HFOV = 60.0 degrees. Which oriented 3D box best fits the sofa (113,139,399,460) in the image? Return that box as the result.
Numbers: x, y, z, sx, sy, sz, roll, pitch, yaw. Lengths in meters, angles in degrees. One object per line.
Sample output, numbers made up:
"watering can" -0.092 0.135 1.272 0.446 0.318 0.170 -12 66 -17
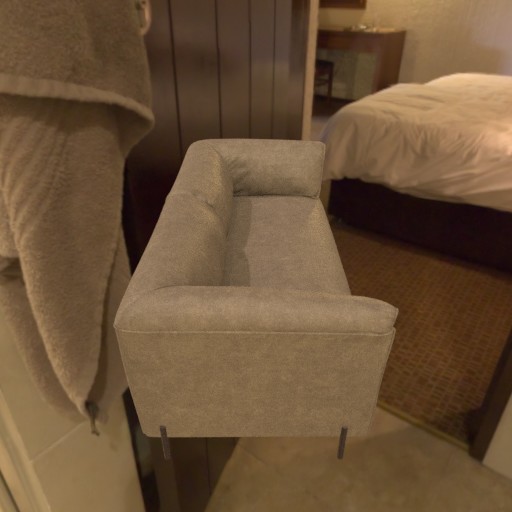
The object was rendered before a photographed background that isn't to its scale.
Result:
"sofa" 0.000 0.000 2.323 0.905 0.747 1.878 0 31 0
